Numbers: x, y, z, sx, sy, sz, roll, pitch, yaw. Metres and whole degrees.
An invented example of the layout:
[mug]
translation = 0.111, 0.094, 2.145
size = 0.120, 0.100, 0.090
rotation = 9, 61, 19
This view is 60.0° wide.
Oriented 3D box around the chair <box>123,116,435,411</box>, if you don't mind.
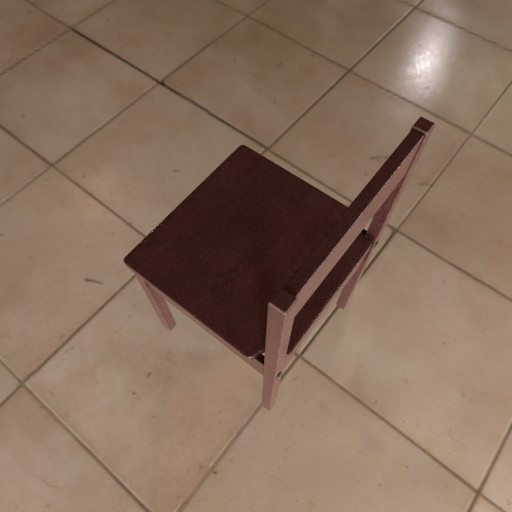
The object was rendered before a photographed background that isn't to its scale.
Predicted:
[chair]
translation = 0.000, 0.000, 0.894
size = 0.361, 0.668, 0.367
rotation = 34, 67, 17
